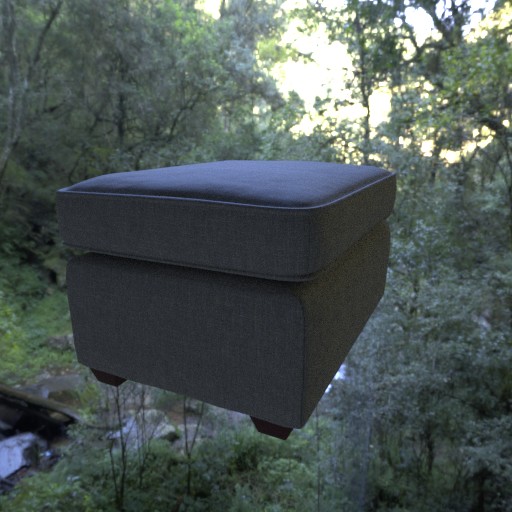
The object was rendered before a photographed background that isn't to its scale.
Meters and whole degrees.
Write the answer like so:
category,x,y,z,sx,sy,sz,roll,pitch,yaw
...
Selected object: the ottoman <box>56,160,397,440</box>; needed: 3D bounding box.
category,x,y,z,sx,sy,sz,roll,pitch,yaw
ottoman,0.000,0.000,1.104,0.559,0.457,0.762,7,17,25
